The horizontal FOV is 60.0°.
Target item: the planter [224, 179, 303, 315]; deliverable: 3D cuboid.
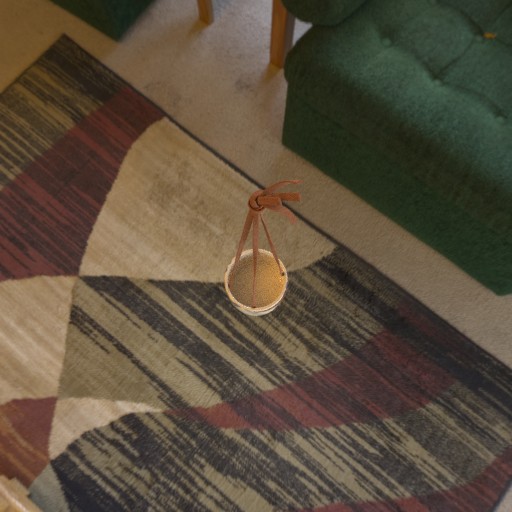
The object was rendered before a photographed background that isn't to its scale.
[{"bbox_3d":[0.000,0.000,0.836,0.157,0.753,0.153,20,77,5],"label":"planter"}]
